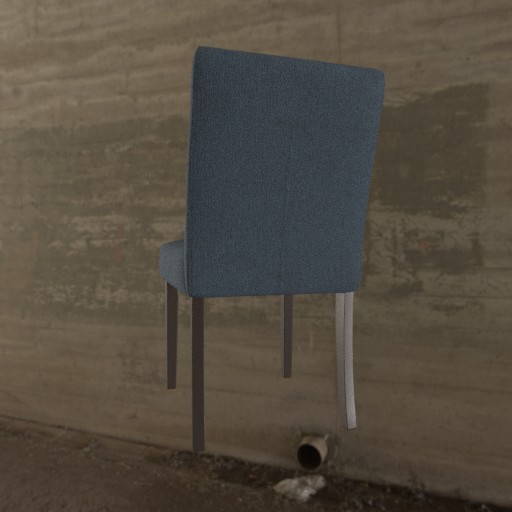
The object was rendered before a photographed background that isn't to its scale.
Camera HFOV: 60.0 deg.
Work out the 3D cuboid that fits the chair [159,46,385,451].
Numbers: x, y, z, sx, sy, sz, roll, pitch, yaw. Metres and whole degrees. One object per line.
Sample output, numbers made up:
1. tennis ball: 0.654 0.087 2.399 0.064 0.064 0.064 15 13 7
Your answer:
1. chair: 0.000 0.000 1.240 0.487 0.882 0.629 0 1 -17
